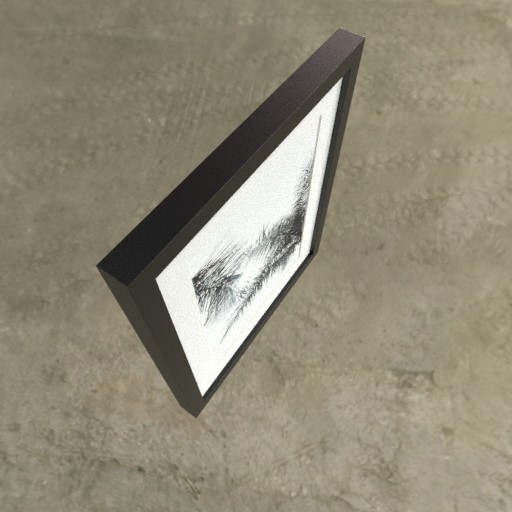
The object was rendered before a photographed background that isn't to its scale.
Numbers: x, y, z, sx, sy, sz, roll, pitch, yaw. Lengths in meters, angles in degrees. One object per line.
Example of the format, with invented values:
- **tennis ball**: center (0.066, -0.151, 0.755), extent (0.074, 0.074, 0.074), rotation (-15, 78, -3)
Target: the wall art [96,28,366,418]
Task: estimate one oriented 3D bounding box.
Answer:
- **wall art**: center (0.000, 0.000, 0.515), extent (0.028, 0.380, 0.325), rotation (30, 63, 17)
